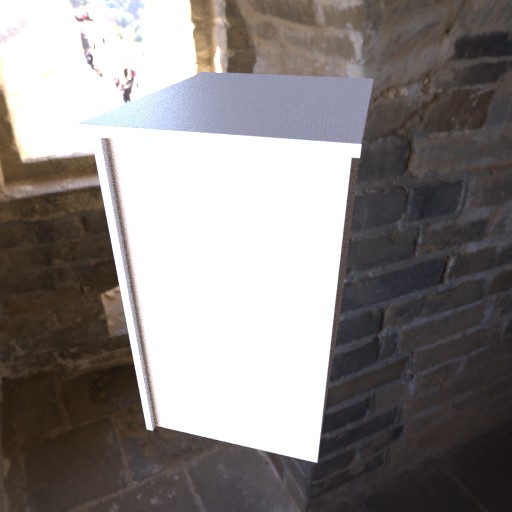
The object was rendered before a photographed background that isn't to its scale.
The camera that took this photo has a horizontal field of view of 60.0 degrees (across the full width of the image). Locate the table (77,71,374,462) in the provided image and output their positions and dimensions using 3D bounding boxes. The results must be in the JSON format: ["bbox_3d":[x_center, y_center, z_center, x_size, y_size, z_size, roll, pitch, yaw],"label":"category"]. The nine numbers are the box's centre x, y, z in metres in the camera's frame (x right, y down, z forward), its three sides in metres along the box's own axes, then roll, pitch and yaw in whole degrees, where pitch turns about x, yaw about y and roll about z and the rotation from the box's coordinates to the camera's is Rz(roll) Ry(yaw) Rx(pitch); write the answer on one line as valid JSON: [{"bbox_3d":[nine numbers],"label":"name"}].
[{"bbox_3d":[0.000,0.000,0.920,0.381,0.635,0.480,8,31,13],"label":"table"}]
